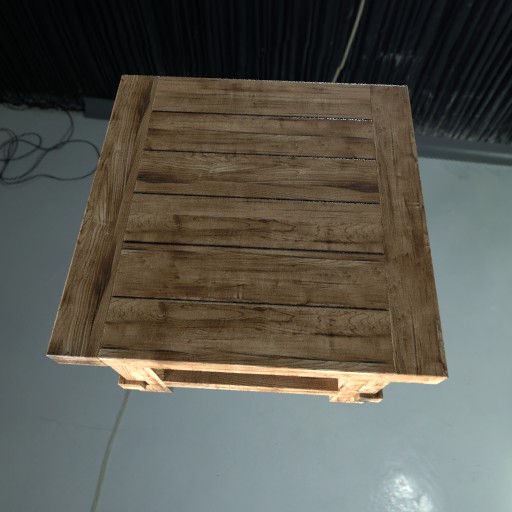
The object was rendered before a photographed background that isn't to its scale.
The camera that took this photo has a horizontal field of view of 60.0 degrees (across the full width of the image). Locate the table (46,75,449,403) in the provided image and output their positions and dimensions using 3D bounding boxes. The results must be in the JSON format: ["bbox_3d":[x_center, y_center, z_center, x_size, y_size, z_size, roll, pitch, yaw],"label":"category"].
[{"bbox_3d":[0.000,0.000,1.010,0.610,0.457,0.610,3,63,1],"label":"table"}]
